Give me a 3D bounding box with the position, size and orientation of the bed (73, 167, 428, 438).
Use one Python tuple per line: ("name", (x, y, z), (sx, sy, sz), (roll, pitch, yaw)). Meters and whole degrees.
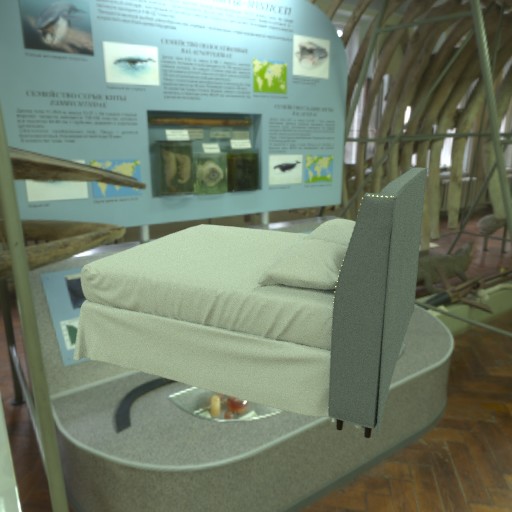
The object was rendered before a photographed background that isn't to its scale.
("bed", (0.000, 0.000, 3.449), (2.276, 1.332, 1.925), (7, 17, 24))
